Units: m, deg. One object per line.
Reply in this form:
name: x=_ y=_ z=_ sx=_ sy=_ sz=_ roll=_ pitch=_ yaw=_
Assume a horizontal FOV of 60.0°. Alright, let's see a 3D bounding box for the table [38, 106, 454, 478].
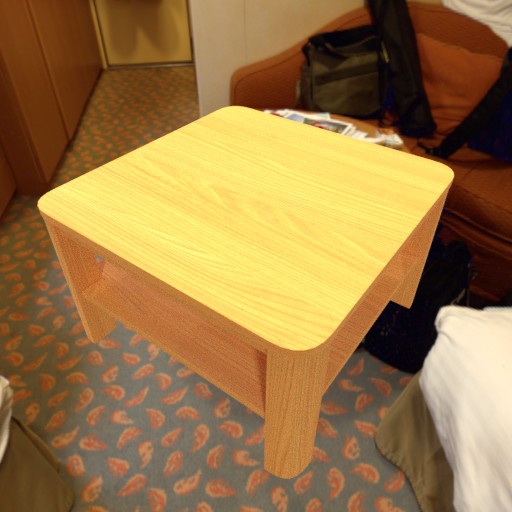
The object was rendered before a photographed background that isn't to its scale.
table: x=0.000 y=0.000 z=1.215 sx=0.750 sy=0.450 sz=0.750 roll=25 pitch=46 yaw=27
